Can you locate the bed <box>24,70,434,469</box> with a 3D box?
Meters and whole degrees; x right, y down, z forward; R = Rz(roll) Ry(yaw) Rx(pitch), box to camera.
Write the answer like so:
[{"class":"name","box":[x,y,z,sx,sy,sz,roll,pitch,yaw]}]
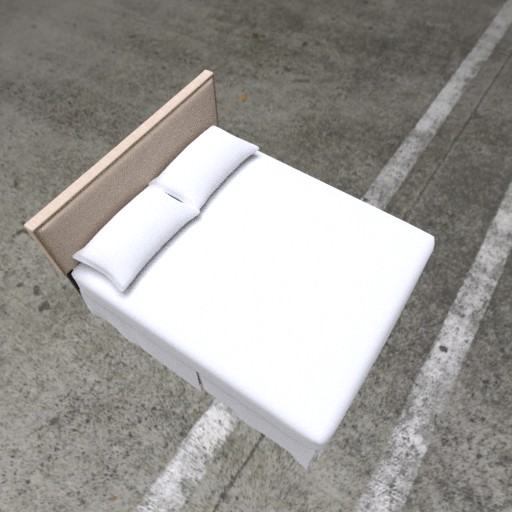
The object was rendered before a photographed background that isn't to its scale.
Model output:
[{"class":"bed","box":[0.000,0.000,2.807,1.876,1.016,1.616,30,63,17]}]
